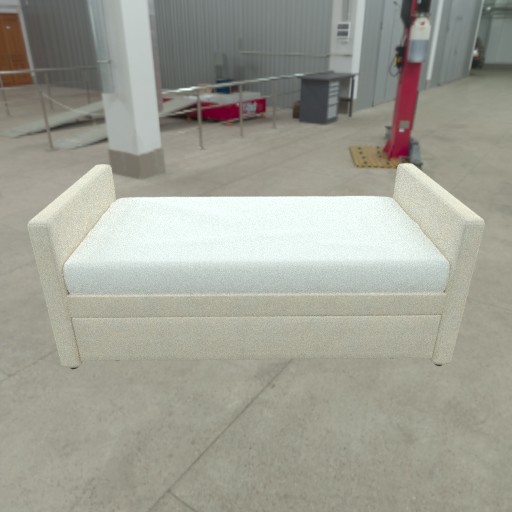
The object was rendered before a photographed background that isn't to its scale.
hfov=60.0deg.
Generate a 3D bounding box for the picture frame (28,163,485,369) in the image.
[{"bbox_3d":[0.000,0.000,2.744,2.161,0.891,1.069,0,26,-1],"label":"picture frame"}]
